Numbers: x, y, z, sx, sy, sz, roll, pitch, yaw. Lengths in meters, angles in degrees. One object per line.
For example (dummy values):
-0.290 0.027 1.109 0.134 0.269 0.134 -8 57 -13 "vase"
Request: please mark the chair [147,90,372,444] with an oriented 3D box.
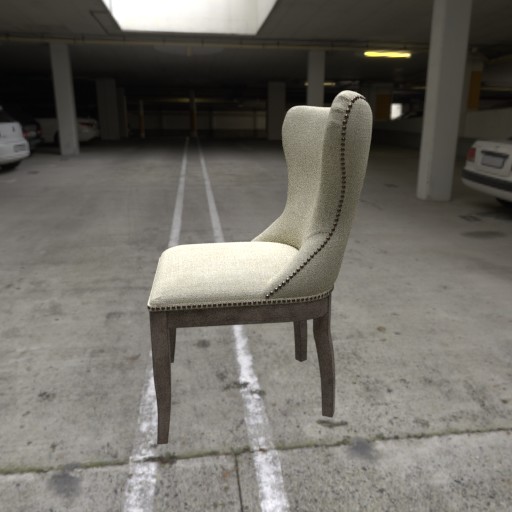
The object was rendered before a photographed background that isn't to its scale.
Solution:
0.000 0.000 1.497 0.681 1.002 0.654 -2 15 -8 "chair"
